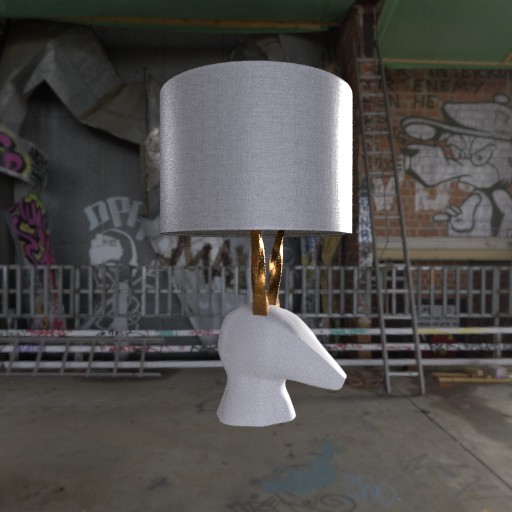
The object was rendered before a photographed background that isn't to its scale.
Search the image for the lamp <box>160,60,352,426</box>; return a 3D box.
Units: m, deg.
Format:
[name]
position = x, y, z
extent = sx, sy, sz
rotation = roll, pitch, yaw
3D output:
[lamp]
position = 0.000, 0.000, 0.706
extent = 0.298, 0.503, 0.298
rotation = 0, 0, 18
